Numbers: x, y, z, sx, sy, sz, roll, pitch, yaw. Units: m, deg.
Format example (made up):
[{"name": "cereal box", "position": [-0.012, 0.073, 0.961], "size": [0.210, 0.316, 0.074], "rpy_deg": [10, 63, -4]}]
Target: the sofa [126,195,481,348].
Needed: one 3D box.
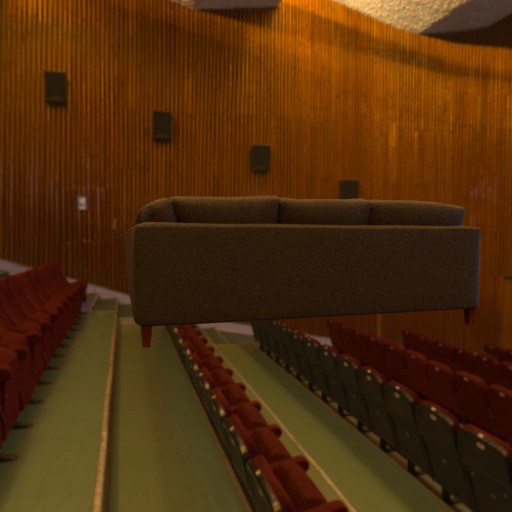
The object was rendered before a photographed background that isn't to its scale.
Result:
[{"name": "sofa", "position": [0.000, 0.000, 4.642], "size": [2.594, 0.961, 3.460], "rpy_deg": [-1, 2, -17]}]
